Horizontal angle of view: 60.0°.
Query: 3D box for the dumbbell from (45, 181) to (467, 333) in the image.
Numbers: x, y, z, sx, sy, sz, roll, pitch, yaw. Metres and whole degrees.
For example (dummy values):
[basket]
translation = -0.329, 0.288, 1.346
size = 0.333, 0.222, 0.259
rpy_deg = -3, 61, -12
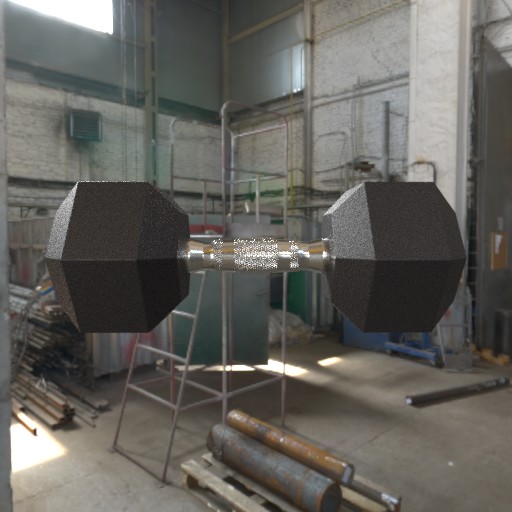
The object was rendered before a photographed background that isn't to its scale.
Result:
[dumbbell]
translation = 0.000, 0.000, 0.396
size = 0.337, 0.123, 0.142
rpy_deg = 0, 2, 0
